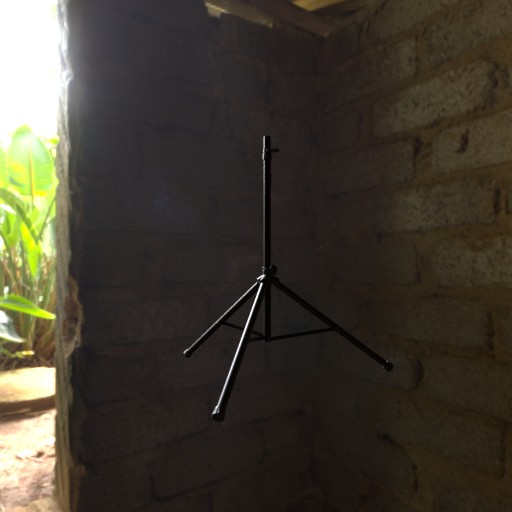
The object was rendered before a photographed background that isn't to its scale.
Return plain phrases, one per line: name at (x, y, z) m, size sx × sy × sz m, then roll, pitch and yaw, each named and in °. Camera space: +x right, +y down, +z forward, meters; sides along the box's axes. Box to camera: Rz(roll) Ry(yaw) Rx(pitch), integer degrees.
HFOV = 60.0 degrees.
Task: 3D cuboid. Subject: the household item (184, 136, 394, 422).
household item at (0.000, 0.000, 2.728) m, size 1.596 × 1.595 × 1.339 m, roll 0°, pitch -1°, yaw 18°
